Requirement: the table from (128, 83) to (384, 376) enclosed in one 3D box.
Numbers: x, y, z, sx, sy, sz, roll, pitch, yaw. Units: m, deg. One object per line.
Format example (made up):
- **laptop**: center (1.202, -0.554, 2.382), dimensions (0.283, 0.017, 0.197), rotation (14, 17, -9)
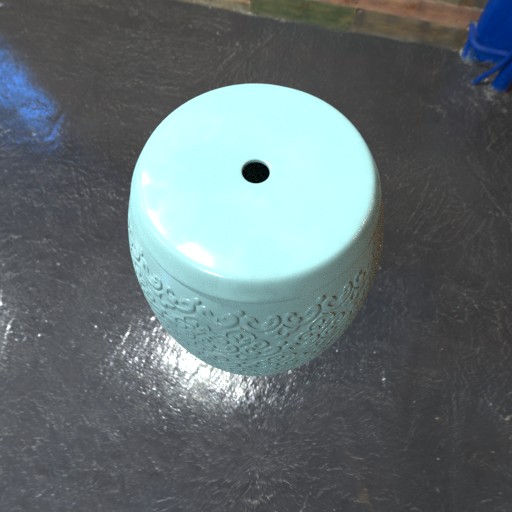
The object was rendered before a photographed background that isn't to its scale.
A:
- **table**: center (0.000, 0.000, 0.607), dimensions (0.309, 0.397, 0.309), rotation (0, 65, 0)
